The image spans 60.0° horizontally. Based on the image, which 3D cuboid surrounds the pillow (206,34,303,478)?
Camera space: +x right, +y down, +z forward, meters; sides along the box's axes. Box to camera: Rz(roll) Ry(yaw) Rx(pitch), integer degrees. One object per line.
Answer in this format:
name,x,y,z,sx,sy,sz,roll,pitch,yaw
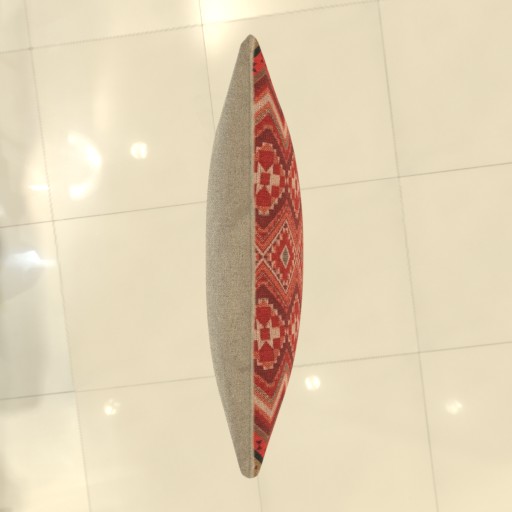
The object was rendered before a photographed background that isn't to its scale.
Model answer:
pillow,0.000,0.000,0.763,0.158,0.511,0.513,0,91,2
